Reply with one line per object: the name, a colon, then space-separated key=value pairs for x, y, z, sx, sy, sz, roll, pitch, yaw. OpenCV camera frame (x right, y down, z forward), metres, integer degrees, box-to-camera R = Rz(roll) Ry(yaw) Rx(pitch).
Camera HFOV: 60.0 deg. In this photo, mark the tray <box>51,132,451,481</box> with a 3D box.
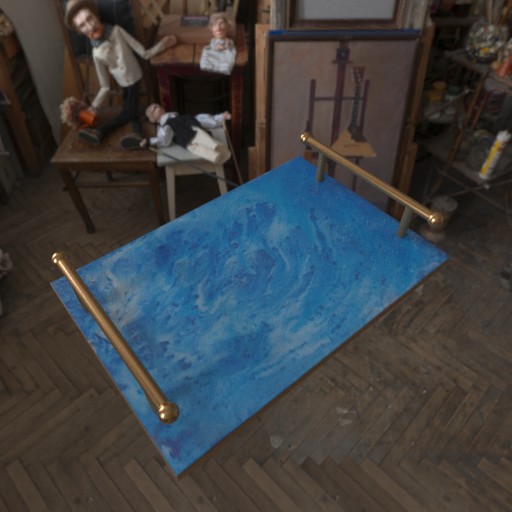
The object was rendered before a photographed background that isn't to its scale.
tray: x=0.000 y=0.000 z=0.571 sx=0.444 sy=0.084 sz=0.304 roll=-31 pitch=55 yaw=-25
